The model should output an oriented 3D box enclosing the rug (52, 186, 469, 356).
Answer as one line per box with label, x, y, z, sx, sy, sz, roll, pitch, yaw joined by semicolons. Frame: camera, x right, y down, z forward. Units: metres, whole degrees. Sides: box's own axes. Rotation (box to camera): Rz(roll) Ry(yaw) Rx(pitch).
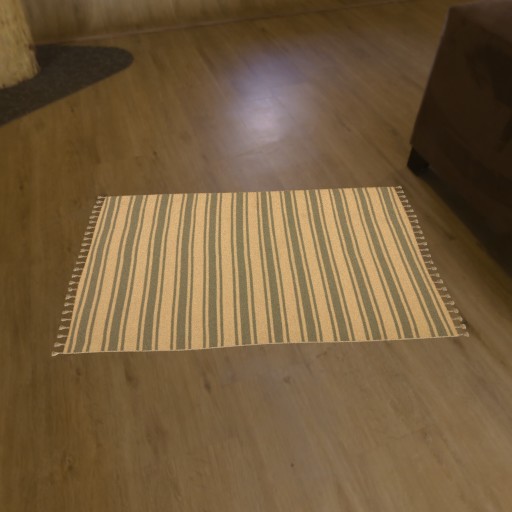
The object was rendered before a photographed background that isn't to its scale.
rug;0.000;0.000;2.591;2.084;0.009;1.222;-2;46;-2
